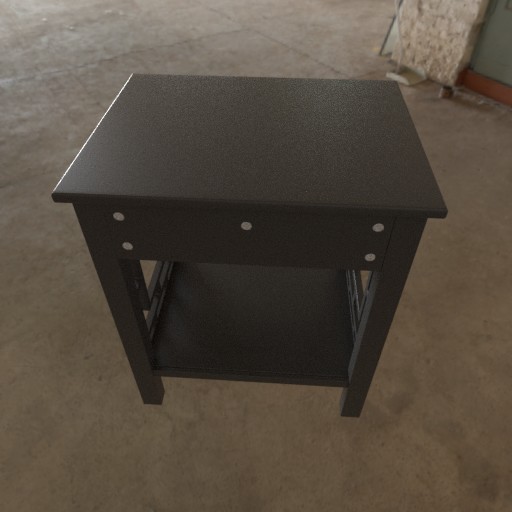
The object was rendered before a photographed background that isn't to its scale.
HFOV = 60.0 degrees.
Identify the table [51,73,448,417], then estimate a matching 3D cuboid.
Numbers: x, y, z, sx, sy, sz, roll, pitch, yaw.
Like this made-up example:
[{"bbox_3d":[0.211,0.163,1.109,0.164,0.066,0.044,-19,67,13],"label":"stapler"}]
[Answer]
[{"bbox_3d":[0.000,0.000,1.010,0.564,0.646,0.451,3,44,3],"label":"table"}]
